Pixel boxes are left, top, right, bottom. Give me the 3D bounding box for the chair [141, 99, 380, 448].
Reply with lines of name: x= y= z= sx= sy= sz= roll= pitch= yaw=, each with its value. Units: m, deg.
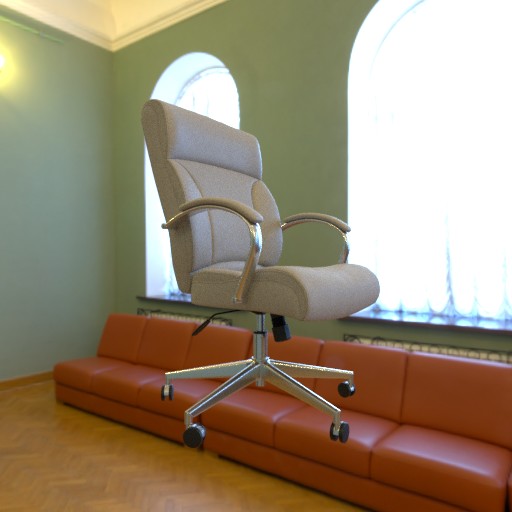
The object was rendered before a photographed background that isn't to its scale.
chair: x=0.000 y=0.000 z=1.571 sx=0.745 sy=1.099 sz=0.727 roll=0 pitch=0 yaw=35
